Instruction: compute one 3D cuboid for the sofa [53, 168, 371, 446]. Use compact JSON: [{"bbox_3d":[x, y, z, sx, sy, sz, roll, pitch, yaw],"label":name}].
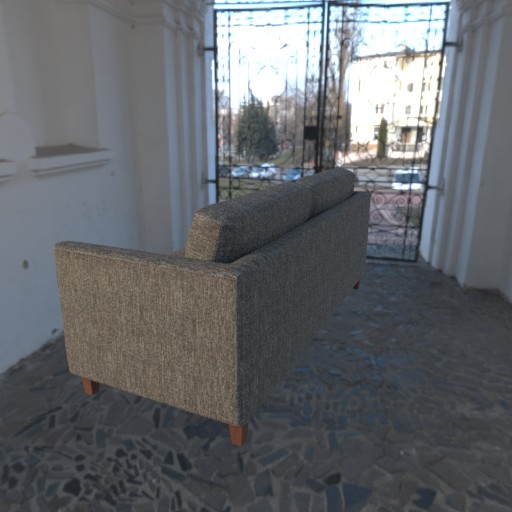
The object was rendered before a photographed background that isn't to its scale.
[{"bbox_3d":[0.000,0.000,2.733,0.948,0.960,2.208,8,18,25],"label":"sofa"}]
